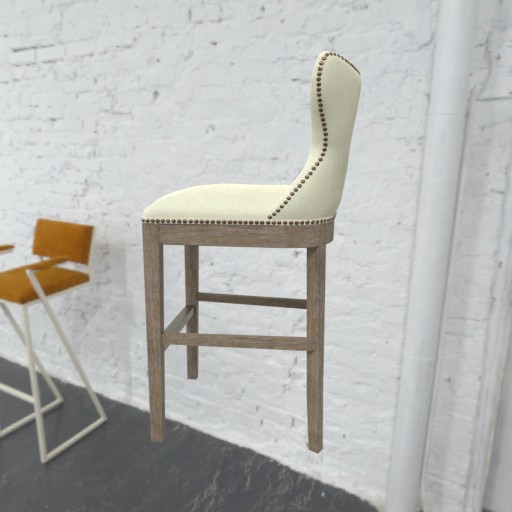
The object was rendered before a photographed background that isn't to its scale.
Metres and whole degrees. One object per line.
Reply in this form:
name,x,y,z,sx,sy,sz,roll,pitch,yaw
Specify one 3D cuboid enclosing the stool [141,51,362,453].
stool,0.000,0.000,1.425,0.606,1.123,0.494,2,13,8
